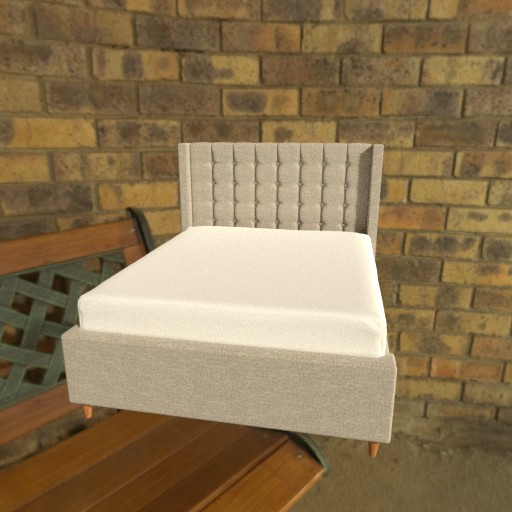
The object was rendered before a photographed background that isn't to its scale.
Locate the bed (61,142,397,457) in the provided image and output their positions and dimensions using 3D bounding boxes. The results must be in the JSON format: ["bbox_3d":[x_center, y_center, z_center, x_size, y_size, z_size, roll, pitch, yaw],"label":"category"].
[{"bbox_3d":[0.000,0.000,3.642,2.044,1.748,2.372,3,16,11],"label":"bed"}]
